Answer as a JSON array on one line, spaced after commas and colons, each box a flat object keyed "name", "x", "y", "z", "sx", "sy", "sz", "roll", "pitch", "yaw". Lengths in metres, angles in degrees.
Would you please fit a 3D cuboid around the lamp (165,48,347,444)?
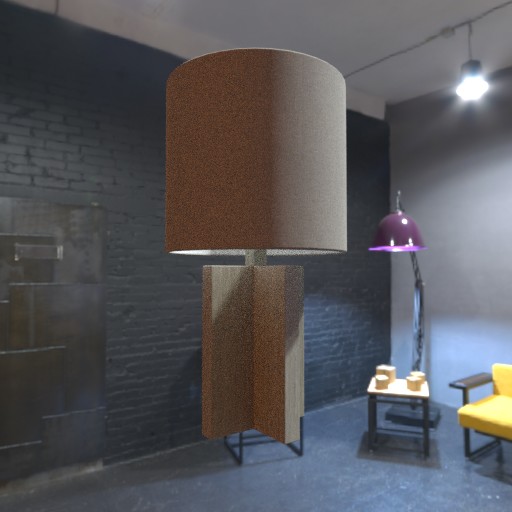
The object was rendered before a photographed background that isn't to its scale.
[{"name": "lamp", "x": 0.000, "y": 0.000, "z": 0.569, "sx": 0.229, "sy": 0.428, "sz": 0.229, "roll": 1, "pitch": -2, "yaw": -35}]
